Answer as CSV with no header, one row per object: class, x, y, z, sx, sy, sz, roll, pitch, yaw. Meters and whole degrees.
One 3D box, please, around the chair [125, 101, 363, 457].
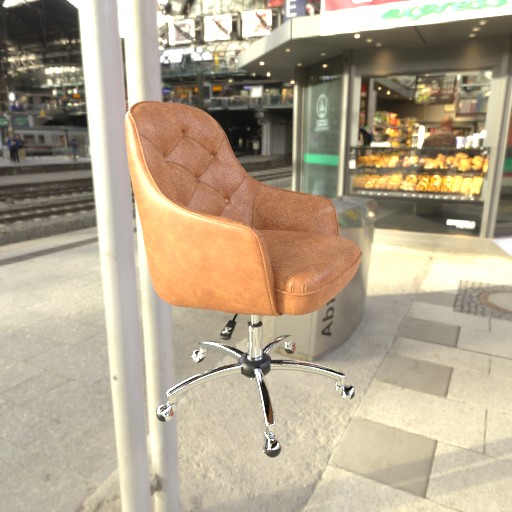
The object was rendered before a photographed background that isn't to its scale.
chair,0.000,0.000,1.353,0.615,0.909,0.628,7,16,26
